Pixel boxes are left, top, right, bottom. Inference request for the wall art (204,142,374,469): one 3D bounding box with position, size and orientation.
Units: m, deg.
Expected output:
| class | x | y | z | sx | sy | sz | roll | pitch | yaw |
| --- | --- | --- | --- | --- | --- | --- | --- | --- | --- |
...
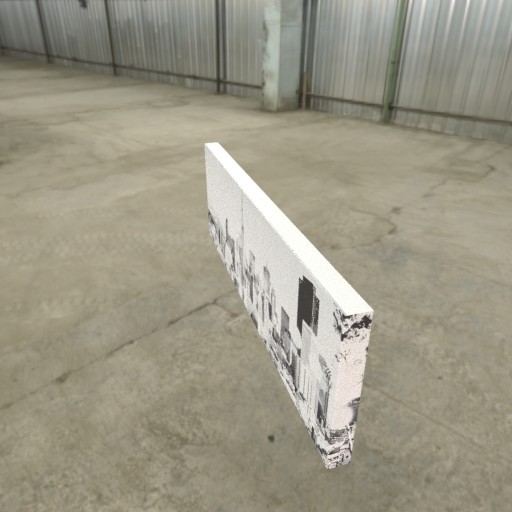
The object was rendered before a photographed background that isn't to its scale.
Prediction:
| class | x | y | z | sx | sy | sz | roll | pitch | yaw |
| --- | --- | --- | --- | --- | --- | --- | --- | --- | --- |
| wall art | 0.000 | 0.000 | 0.867 | 0.036 | 0.256 | 0.766 | -8 | 30 | -15 |
